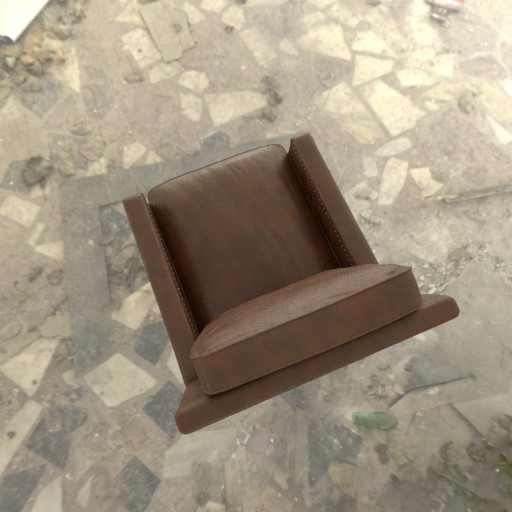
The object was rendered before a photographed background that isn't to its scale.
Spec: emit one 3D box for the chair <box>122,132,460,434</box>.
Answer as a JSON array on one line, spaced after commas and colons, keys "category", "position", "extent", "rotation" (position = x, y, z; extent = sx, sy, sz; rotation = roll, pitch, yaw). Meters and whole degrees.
[{"category": "chair", "position": [0.000, 0.000, 1.779], "extent": [0.854, 1.054, 1.035], "rotation": [-21, 74, -7]}]
